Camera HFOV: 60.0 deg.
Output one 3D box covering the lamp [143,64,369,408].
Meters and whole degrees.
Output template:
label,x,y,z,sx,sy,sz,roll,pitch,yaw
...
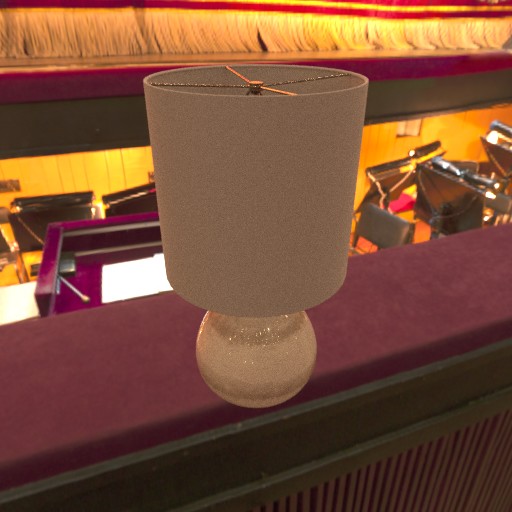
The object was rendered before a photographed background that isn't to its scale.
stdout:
label,x,y,z,sx,sy,sz,roll,pitch,yaw
lamp,0.000,0.000,0.534,0.217,0.404,0.217,-10,31,-17
